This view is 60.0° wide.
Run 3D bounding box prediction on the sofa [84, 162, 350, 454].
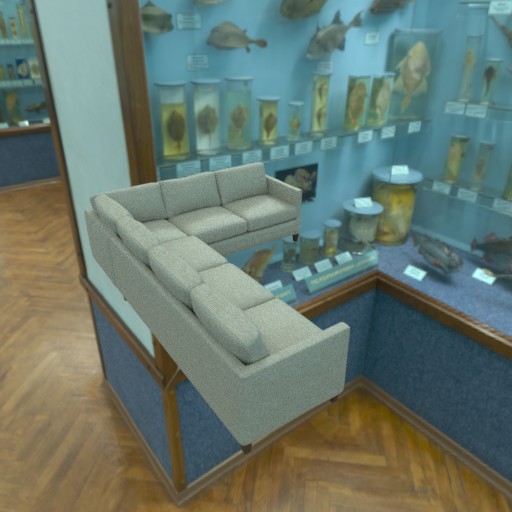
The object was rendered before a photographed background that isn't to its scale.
[{"bbox_3d":[0.000,0.000,4.548,2.522,0.934,3.333,-18,33,-30],"label":"sofa"}]
